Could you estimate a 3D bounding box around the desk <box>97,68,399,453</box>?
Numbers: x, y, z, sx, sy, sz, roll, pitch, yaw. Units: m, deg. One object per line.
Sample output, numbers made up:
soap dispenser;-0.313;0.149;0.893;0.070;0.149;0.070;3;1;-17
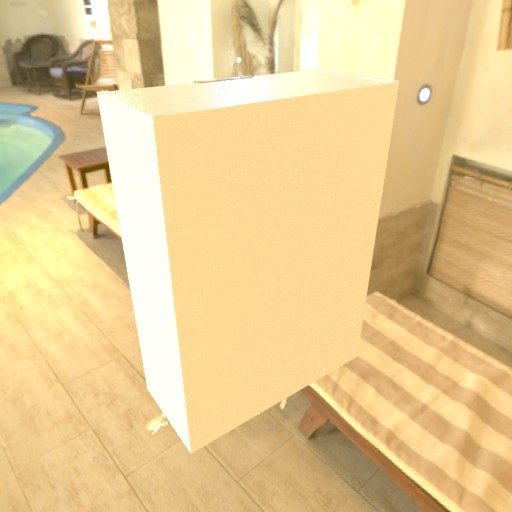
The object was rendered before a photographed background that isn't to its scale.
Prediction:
desk;0.000;0.000;1.639;0.850;1.190;0.390;-20;35;-30
